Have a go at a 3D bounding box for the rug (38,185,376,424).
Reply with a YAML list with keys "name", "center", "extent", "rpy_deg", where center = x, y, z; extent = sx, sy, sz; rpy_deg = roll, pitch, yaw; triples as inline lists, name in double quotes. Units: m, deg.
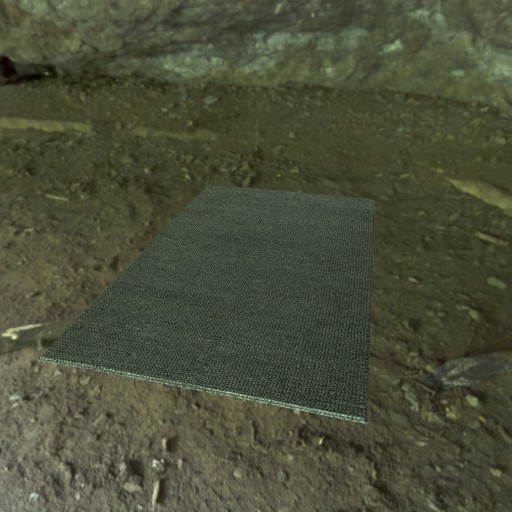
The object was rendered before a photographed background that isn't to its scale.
- name: "rug"
  center: [0.000, 0.000, 2.979]
  extent: [1.538, 0.021, 2.443]
  rpy_deg: [7, 30, 12]
